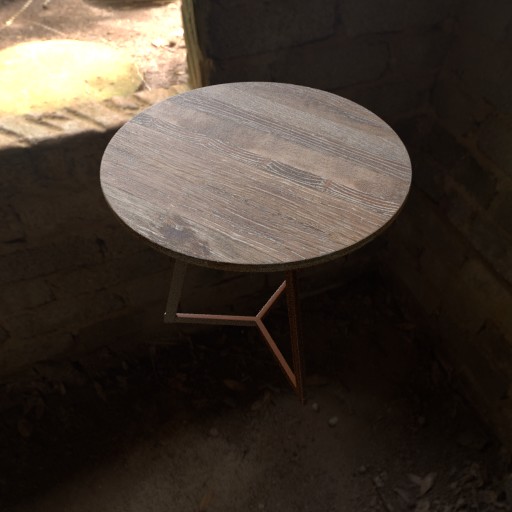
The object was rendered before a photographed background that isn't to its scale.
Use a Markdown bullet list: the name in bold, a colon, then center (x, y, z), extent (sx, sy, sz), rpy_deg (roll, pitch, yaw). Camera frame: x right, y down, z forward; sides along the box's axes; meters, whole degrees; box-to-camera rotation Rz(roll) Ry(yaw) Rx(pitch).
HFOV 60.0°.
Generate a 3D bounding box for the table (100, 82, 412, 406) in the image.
- **table**: center (0.000, 0.000, 0.910), extent (0.500, 0.500, 0.500), rpy_deg (0, 47, 0)
